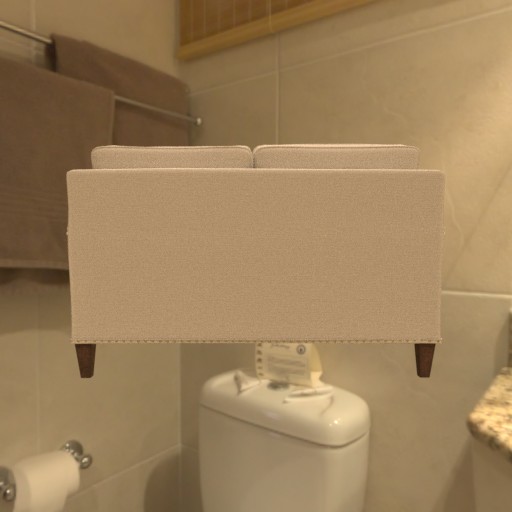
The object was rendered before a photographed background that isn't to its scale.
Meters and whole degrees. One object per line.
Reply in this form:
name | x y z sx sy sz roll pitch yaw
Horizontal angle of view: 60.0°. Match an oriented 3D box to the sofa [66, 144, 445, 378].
sofa | 0.000 0.000 2.287 1.597 1.003 1.084 0 2 0
